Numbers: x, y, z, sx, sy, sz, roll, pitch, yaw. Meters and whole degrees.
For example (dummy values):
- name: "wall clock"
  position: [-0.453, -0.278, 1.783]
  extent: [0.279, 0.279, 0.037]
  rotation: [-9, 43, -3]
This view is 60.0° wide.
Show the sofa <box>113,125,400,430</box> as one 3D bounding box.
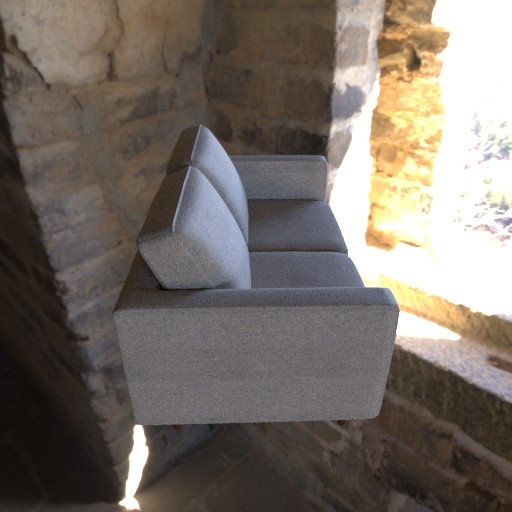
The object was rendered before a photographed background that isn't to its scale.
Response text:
- name: "sofa"
  position: [0.000, 0.000, 2.200]
  extent: [0.969, 0.973, 1.527]
  rotation: [-1, 31, -2]
